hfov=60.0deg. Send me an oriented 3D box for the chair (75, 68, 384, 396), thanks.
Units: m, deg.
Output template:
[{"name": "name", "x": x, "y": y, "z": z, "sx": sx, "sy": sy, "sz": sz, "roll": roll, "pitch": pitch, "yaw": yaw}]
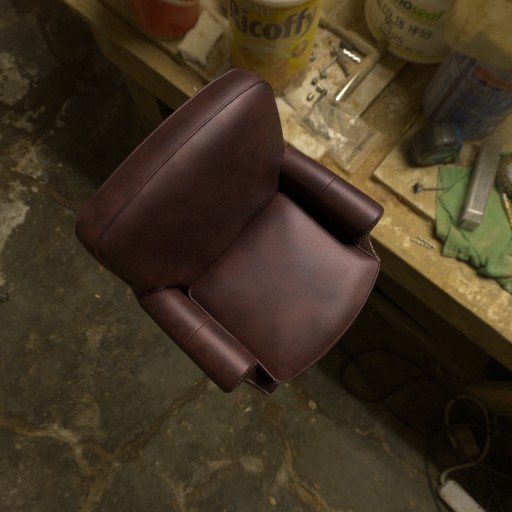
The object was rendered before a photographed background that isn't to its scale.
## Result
[{"name": "chair", "x": 0.000, "y": 0.000, "z": 1.784, "sx": 0.986, "sy": 1.018, "sz": 0.936, "roll": 40, "pitch": 79, "yaw": 9}]
